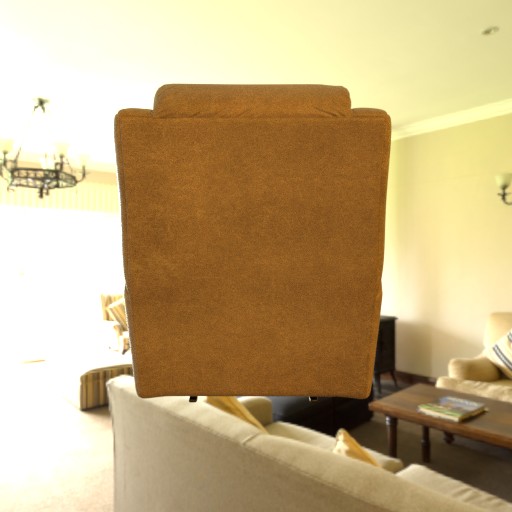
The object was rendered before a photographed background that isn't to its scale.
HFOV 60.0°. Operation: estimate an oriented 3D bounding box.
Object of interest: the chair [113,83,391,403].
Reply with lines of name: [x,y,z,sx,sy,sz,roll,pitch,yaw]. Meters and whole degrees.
chair: [0.000,0.000,1.879,0.967,1.116,1.068,0,-1,0]
